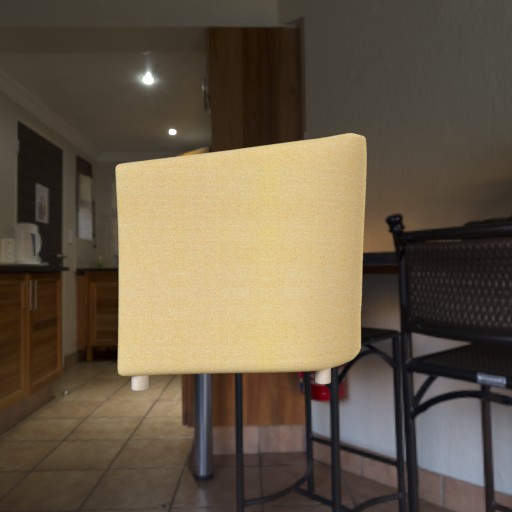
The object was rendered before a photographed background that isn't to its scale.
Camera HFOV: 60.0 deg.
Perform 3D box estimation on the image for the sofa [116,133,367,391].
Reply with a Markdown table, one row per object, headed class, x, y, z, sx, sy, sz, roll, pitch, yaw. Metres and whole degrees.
| class | x | y | z | sx | sy | sz | roll | pitch | yaw |
| --- | --- | --- | --- | --- | --- | --- | --- | --- | --- |
| sofa | 0.000 | 0.000 | 1.832 | 0.705 | 0.721 | 1.452 | 0 | -1 | 1 |
